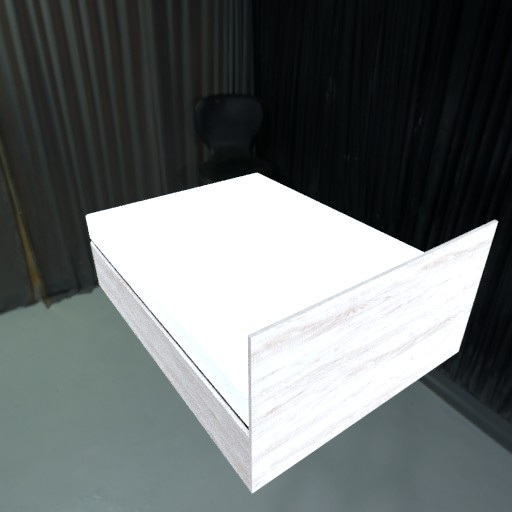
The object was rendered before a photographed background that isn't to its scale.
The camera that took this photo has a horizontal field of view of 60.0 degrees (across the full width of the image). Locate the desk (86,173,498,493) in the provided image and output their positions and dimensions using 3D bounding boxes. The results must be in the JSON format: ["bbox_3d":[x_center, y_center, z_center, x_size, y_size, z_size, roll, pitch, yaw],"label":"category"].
[{"bbox_3d":[0.000,0.000,2.571,1.400,0.800,1.900,-20,36,-30],"label":"desk"}]
